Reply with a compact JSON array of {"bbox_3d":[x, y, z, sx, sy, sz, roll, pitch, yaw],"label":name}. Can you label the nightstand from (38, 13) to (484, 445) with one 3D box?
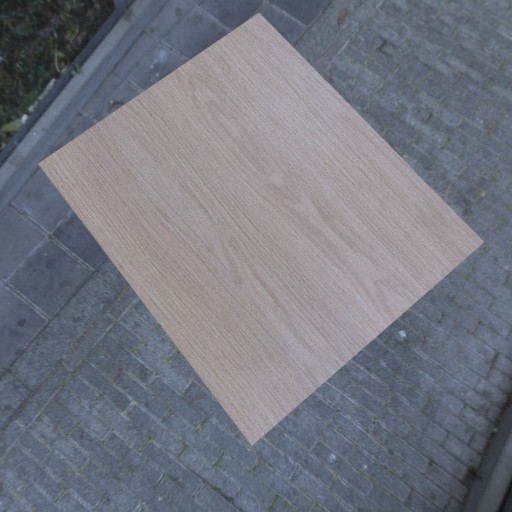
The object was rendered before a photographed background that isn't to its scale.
[{"bbox_3d":[0.000,0.000,0.852,0.380,0.571,0.450,-38,79,-9],"label":"nightstand"}]
